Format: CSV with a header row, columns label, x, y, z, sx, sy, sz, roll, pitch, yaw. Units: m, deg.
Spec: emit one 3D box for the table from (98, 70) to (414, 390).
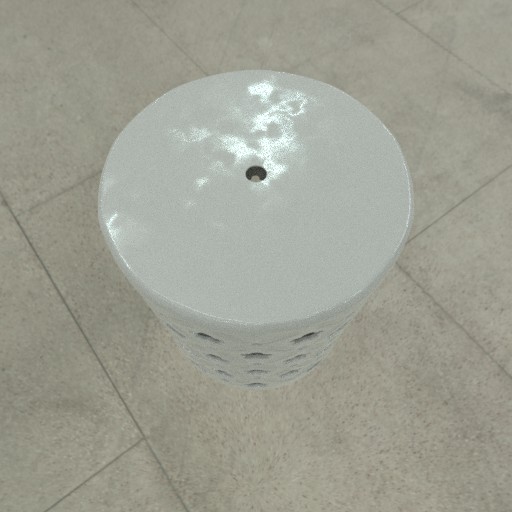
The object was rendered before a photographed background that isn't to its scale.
label,x,y,z,sx,sy,sz,roll,pitch,yaw
table,0.000,0.000,0.656,0.352,0.387,0.352,0,62,0
